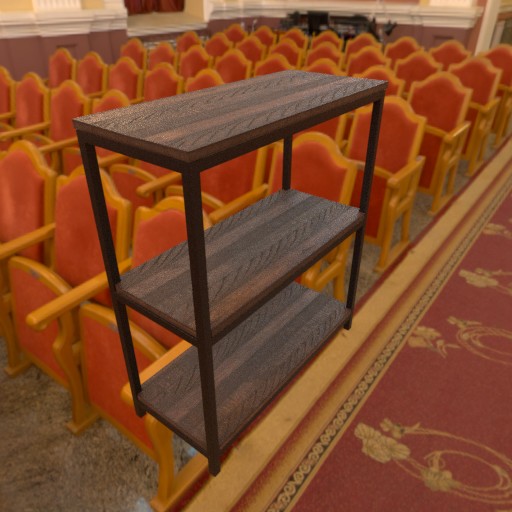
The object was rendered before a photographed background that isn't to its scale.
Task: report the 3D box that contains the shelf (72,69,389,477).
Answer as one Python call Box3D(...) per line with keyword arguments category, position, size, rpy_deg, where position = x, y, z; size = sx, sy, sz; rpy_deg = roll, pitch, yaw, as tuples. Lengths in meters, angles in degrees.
Box3D(category="shelf", position=(0.000, 0.000, 1.374), size=(0.352, 0.947, 0.822), rpy_deg=(22, 38, 32))
